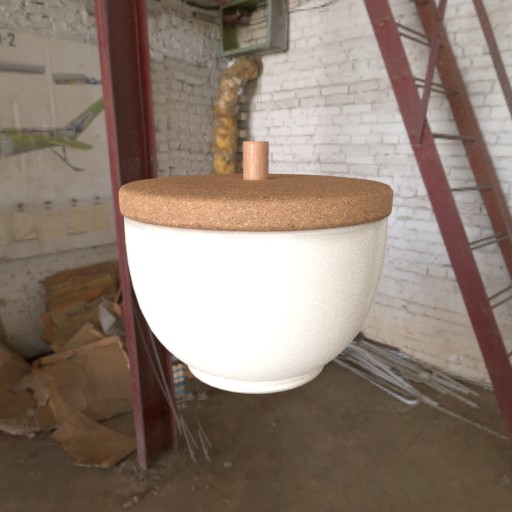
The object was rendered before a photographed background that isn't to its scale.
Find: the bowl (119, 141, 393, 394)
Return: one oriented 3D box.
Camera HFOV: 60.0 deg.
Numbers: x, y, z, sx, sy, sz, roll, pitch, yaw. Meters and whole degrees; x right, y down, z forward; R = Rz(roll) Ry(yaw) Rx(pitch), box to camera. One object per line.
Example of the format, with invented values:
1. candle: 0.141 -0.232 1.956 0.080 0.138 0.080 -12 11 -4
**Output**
1. bowl: 0.000 0.000 0.220 0.126 0.110 0.126 0 14 0
